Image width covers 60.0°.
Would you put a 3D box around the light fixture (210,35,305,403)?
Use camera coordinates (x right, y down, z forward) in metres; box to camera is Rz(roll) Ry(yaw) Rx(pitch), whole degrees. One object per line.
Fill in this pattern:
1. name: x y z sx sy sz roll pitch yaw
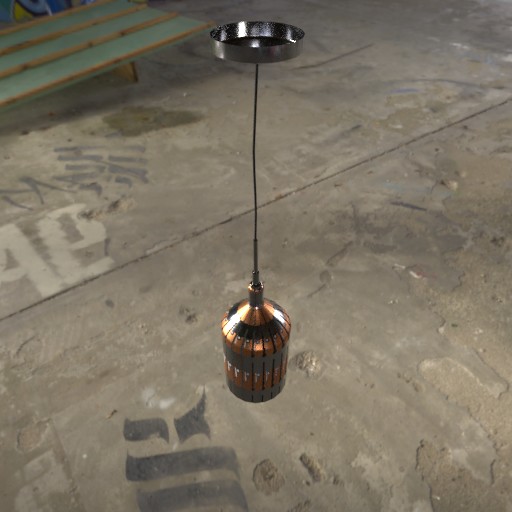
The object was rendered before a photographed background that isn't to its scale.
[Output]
1. light fixture: 0.000 0.000 1.657 0.303 1.535 0.303 0 41 0
